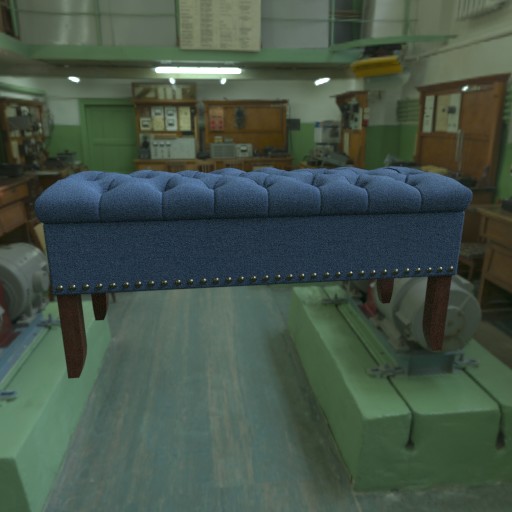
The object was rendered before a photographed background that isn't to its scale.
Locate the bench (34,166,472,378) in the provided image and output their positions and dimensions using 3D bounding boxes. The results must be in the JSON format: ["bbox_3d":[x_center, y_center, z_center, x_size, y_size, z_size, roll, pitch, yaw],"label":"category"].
[{"bbox_3d":[0.000,0.000,1.295,1.052,0.492,0.417,-2,17,-8],"label":"bench"}]
